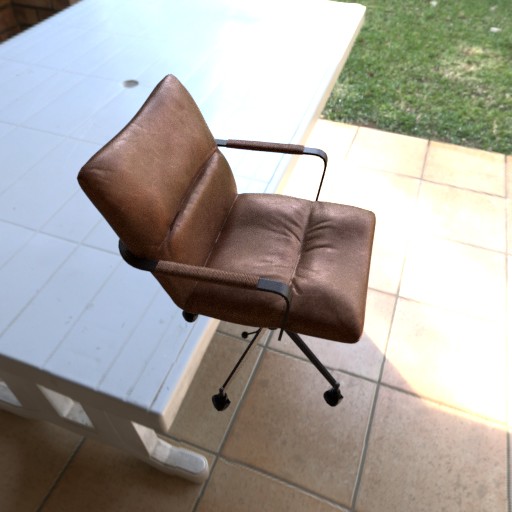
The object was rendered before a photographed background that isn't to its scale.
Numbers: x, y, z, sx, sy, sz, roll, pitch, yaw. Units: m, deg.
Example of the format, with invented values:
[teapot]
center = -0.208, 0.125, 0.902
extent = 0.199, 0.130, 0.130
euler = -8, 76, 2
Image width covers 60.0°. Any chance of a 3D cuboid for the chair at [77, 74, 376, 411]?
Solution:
[chair]
center = 0.000, 0.000, 1.473
extent = 0.754, 0.922, 0.727
euler = 11, 48, 10
